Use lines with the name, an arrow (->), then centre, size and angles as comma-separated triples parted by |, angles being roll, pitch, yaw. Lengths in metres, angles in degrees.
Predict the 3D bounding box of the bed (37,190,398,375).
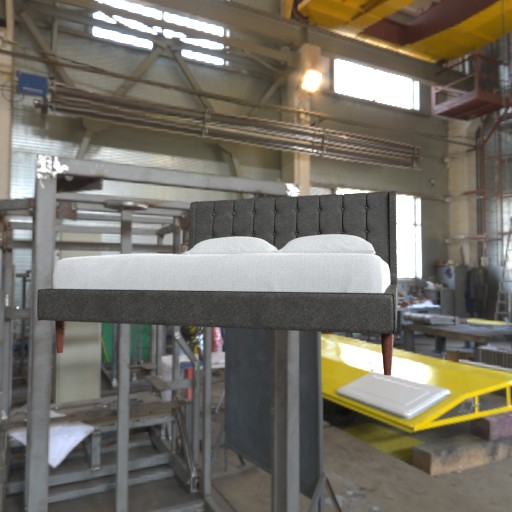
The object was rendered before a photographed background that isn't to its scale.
bed -> 0.000, 0.000, 3.136 | 1.903, 1.158, 2.031 | -1, -2, 18
